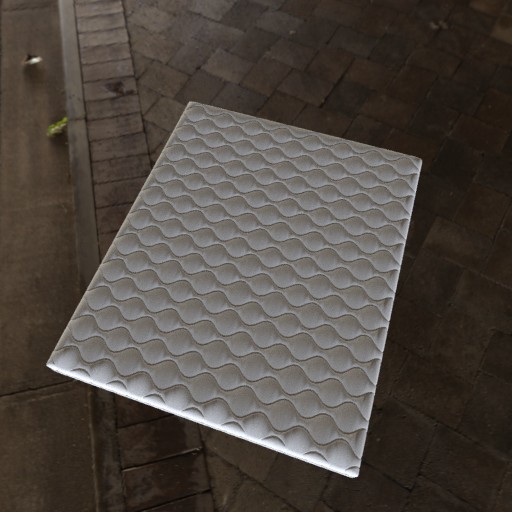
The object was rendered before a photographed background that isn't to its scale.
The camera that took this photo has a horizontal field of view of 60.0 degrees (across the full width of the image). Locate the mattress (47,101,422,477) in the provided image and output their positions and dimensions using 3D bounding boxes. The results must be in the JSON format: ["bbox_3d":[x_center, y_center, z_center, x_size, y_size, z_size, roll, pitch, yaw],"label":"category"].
[{"bbox_3d":[0.000,0.000,2.569,1.600,0.200,1.900,16,64,8],"label":"mattress"}]
